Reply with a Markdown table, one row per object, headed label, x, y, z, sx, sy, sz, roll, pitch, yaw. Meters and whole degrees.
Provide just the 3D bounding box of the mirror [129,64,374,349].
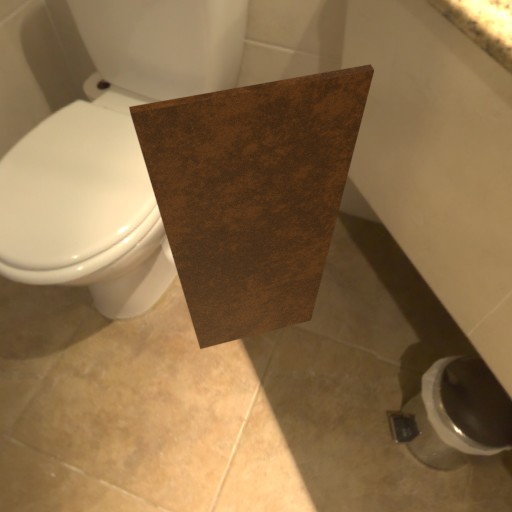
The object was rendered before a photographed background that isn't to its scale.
| label | x | y | z | sx | sy | sz | roll | pitch | yaw |
| --- | --- | --- | --- | --- | --- | --- | --- | --- | --- |
| mirror | 0.000 | 0.000 | 2.290 | 0.812 | 2.031 | 0.032 | -13 | 59 | -8 |
